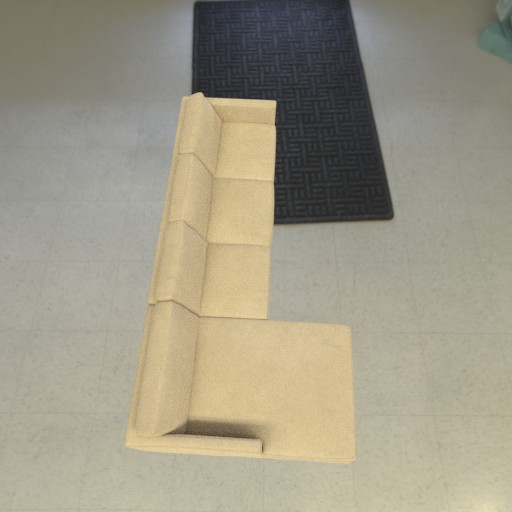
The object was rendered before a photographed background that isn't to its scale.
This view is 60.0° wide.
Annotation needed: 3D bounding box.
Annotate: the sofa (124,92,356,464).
[{"bbox_3d":[0.000,0.000,3.859,1.625,0.846,3.186,3,64,1],"label":"sofa"}]
